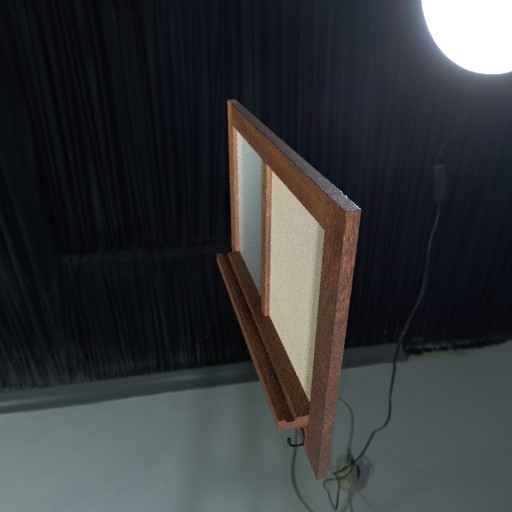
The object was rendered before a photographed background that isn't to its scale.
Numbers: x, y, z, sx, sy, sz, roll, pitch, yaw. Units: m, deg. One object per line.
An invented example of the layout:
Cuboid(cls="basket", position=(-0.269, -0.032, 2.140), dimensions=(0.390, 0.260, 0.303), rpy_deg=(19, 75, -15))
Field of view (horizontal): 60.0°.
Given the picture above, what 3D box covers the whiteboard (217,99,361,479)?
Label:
Cuboid(cls="whiteboard", position=(0.000, 0.000, 1.035), dimensions=(0.083, 0.559, 0.783), rpy_deg=(-7, 31, -12))
